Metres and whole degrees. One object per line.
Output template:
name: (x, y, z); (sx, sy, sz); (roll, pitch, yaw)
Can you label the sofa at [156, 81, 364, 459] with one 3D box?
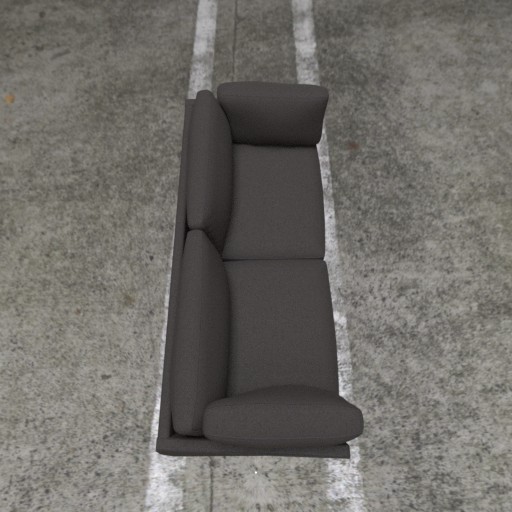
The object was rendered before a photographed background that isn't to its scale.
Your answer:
sofa: (0.000, 0.000, 2.758); (0.969, 0.792, 2.312); (0, 64, 0)
